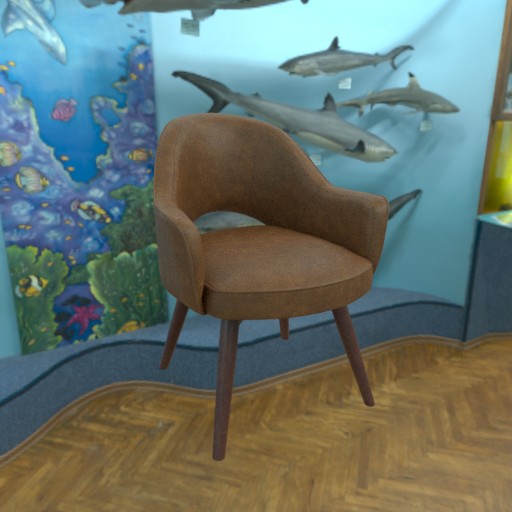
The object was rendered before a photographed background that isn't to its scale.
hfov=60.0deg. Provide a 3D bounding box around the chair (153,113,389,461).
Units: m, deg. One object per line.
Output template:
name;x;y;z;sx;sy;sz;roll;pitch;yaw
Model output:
chair;0.000;0.000;1.231;0.591;0.777;0.640;-8;18;-26
